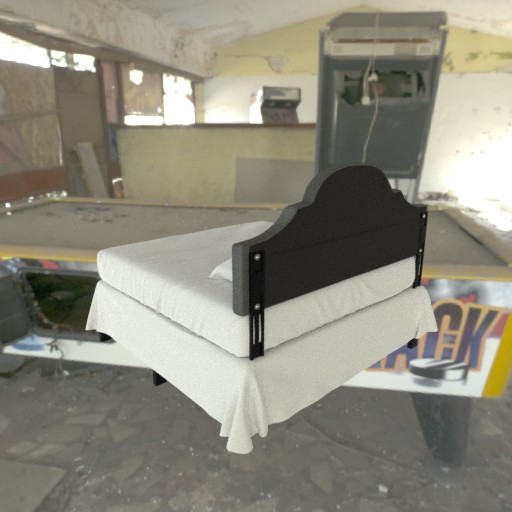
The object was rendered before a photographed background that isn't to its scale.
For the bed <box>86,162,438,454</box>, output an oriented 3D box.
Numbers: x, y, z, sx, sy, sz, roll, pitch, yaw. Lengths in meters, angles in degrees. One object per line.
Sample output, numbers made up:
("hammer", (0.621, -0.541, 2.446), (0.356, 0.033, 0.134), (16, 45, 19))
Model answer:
("bed", (0.000, 0.000, 3.721), (2.303, 1.631, 2.222), (-14, 21, -40))
